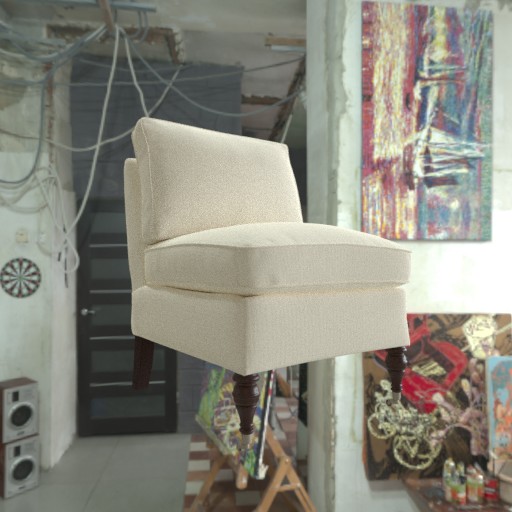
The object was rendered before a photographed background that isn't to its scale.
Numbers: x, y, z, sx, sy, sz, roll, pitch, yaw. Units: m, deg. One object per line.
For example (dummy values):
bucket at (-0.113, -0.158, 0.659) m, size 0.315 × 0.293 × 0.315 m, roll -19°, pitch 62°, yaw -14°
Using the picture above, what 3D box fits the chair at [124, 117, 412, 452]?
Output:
chair at (0.000, 0.000, 1.410) m, size 0.630 × 0.887 × 0.781 m, roll 0°, pitch -1°, yaw -36°
